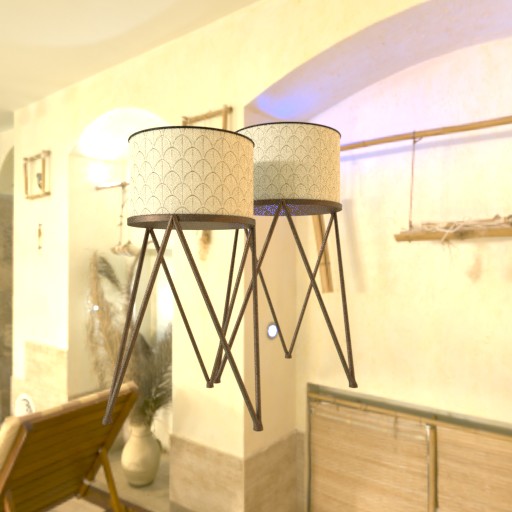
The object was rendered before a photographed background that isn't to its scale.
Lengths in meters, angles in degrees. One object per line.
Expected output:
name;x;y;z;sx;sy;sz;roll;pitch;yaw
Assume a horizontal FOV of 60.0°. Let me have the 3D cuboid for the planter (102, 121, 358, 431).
planter;0.000;0.000;1.176;0.413;0.712;0.769;0;0;36
